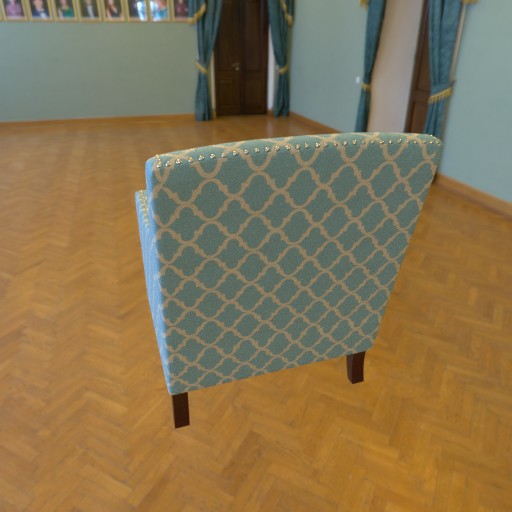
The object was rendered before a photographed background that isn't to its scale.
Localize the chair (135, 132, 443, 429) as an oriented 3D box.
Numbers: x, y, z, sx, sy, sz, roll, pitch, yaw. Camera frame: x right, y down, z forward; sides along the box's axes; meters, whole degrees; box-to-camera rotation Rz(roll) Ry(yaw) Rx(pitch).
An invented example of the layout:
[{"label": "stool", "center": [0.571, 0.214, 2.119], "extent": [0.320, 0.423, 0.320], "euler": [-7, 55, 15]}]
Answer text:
[{"label": "chair", "center": [0.000, 0.000, 1.304], "extent": [0.617, 0.817, 0.686], "euler": [-9, 28, -16]}]
